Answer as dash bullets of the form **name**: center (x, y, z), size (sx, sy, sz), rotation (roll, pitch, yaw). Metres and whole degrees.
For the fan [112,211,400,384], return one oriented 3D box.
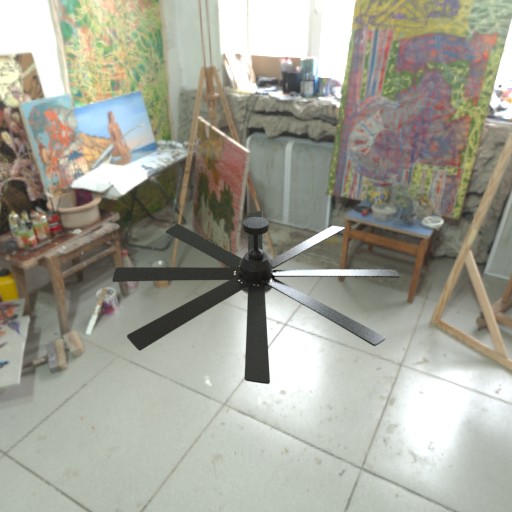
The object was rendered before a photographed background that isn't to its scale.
- **fan**: center (0.000, 0.000, 2.793), size (1.830, 0.472, 1.830), rotation (0, 31, 0)
